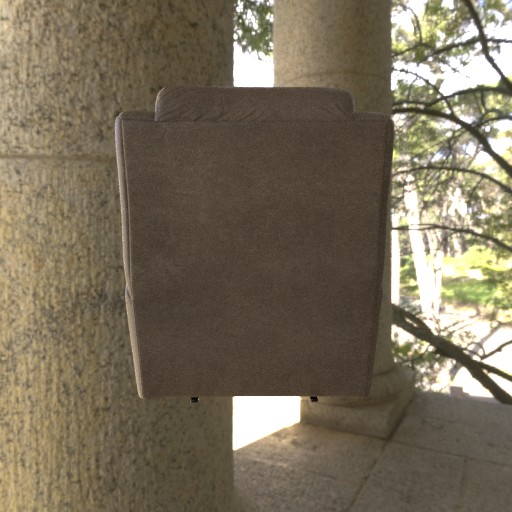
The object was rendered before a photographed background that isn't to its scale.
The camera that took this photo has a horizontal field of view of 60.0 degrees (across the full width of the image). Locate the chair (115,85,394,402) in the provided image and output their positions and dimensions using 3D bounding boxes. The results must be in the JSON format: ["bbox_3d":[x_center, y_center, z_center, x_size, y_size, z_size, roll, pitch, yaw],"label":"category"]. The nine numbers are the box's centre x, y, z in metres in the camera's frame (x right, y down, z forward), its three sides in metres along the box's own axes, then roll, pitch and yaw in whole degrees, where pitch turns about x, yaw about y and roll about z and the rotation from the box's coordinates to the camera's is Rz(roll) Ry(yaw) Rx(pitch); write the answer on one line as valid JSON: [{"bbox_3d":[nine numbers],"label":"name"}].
[{"bbox_3d":[0.000,0.000,1.883,0.967,1.116,1.068,0,1,-1],"label":"chair"}]
